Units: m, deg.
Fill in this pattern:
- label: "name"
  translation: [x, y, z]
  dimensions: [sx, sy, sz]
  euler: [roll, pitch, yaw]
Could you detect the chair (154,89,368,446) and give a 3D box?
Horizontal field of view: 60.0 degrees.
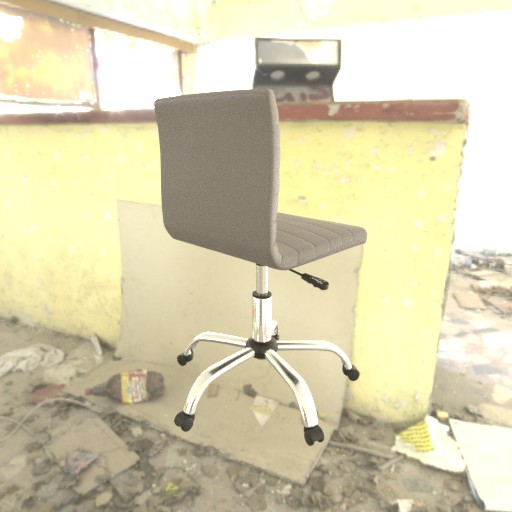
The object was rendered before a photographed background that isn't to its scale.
- label: "chair"
  translation: [0.000, 0.000, 1.147]
  dimensions: [0.530, 0.780, 0.556]
  euler: [-15, 22, -42]
